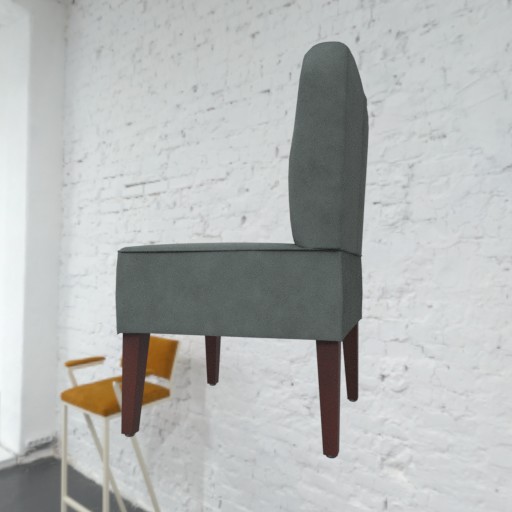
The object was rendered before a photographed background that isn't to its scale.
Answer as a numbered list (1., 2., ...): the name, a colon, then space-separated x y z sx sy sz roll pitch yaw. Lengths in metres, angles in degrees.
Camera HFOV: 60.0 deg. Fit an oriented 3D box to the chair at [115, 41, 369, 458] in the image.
1. chair: 0.000 0.000 1.136 0.554 0.806 0.521 -1 -2 18
